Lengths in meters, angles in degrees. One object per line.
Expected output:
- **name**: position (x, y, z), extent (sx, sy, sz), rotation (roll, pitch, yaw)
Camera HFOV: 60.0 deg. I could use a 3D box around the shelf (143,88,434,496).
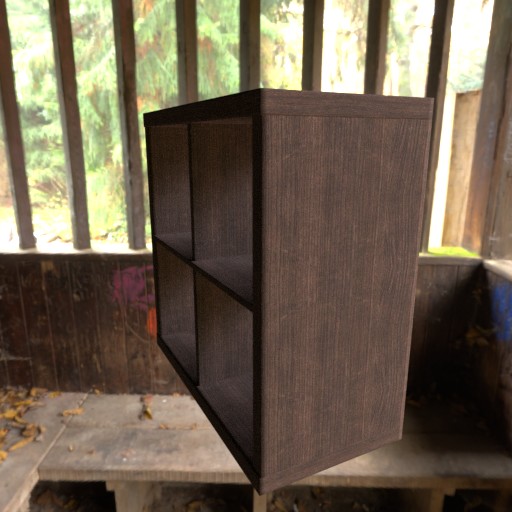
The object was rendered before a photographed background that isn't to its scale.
- **shelf**: position (0.000, 0.000, 1.234), extent (0.390, 0.786, 0.790), rotation (-7, 16, -26)
